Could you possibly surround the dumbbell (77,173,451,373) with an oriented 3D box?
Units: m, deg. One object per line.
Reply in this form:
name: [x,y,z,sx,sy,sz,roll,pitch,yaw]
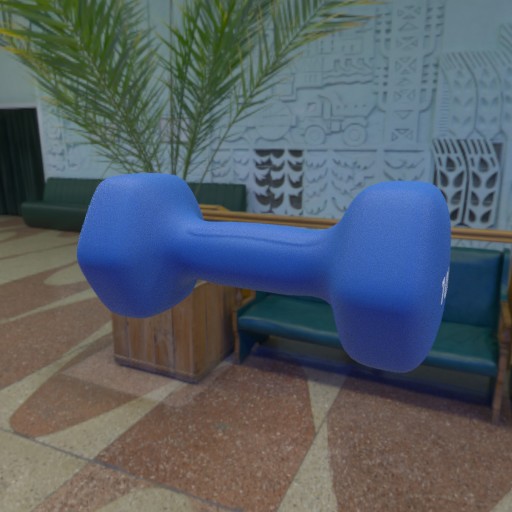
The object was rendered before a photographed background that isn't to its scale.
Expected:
dumbbell: [0.000,0.000,0.265,0.212,0.093,0.103,7,15,26]
